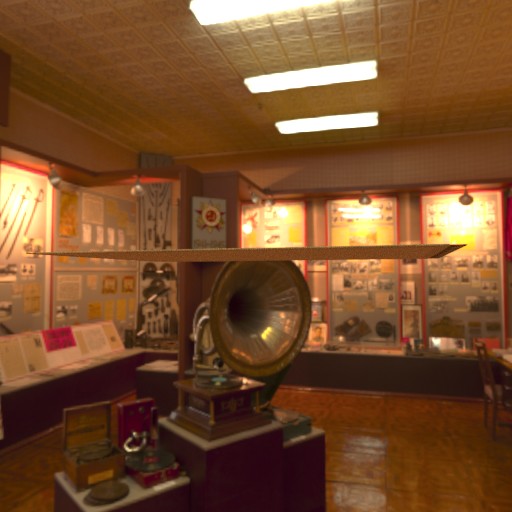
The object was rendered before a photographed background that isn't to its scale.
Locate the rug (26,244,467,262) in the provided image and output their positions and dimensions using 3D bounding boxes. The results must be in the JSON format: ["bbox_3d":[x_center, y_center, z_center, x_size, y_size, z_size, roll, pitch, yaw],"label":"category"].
[{"bbox_3d":[0.000,0.000,3.025,2.435,0.010,1.544,-1,-3,18],"label":"rug"}]
